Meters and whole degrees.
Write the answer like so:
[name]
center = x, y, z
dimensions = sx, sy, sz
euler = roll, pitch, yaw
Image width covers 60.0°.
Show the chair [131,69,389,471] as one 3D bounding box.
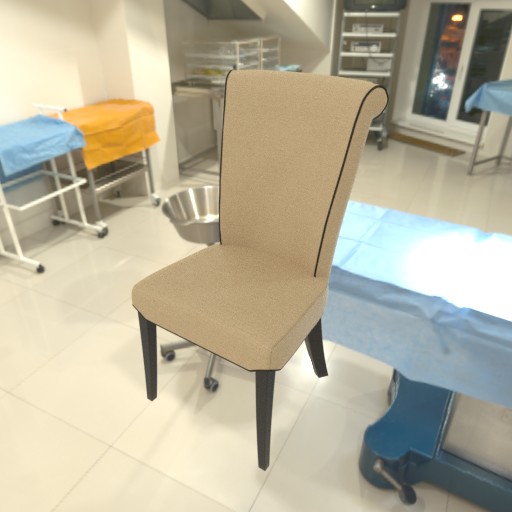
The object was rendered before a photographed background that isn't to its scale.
[chair]
center = 0.000, 0.000, 1.377
dimensions = 0.522, 0.997, 0.623
euler = 19, 35, 29
